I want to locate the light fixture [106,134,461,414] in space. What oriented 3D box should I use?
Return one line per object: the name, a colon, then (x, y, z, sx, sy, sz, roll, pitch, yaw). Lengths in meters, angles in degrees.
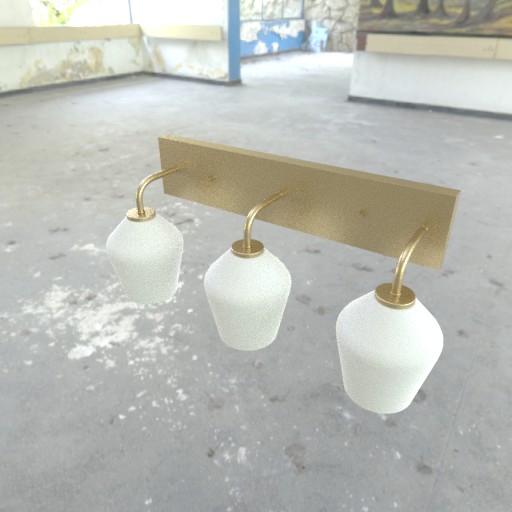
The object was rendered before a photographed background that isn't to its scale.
light fixture: (0.000, 0.000, 0.722, 0.609, 0.280, 0.190, 18, 34, 29)
